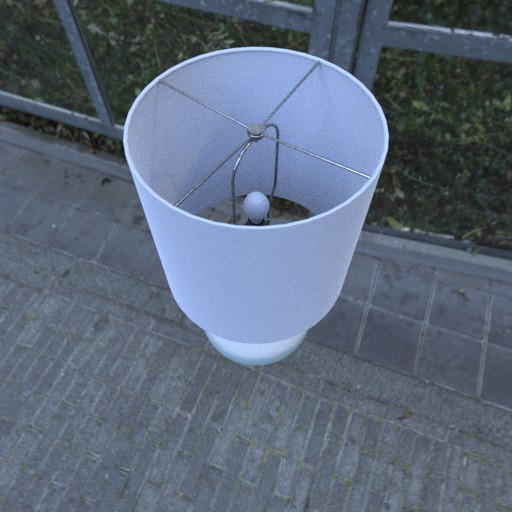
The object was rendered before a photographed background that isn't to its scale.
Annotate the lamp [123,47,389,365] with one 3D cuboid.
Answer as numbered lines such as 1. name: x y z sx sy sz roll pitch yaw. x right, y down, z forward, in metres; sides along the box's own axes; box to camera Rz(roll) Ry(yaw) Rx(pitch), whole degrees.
1. lamp: 0.000 0.000 0.535 0.217 0.404 0.217 30 62 18
